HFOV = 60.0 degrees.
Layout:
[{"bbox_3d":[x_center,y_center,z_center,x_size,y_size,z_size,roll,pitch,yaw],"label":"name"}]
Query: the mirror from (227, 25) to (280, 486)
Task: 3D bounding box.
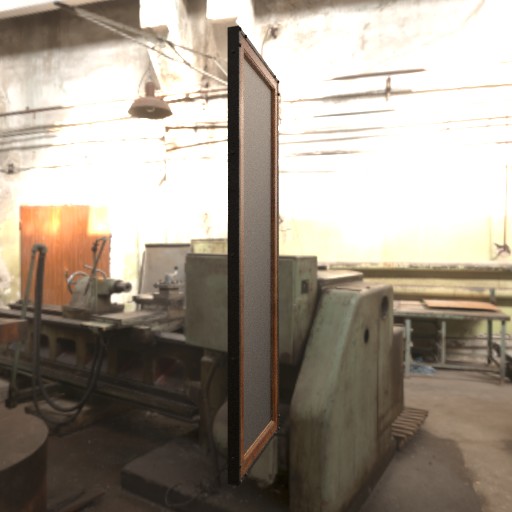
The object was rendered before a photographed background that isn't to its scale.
[{"bbox_3d":[0.000,0.000,1.203,0.042,1.080,0.354,0,0,18],"label":"mirror"}]
